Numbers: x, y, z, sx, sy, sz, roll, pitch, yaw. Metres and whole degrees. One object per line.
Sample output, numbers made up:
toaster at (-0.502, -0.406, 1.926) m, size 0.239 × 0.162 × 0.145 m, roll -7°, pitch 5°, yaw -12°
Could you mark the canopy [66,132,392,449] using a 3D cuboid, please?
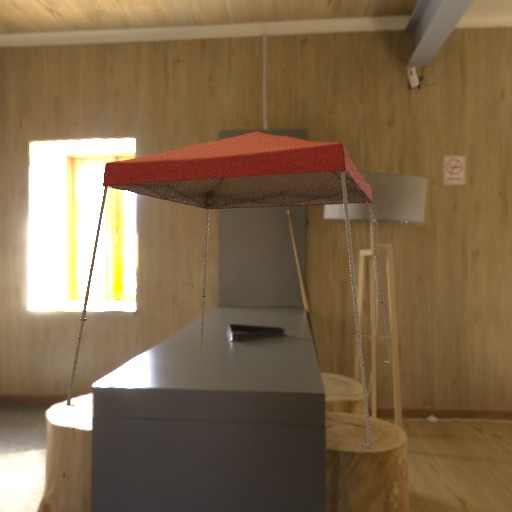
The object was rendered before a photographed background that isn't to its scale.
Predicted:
canopy at (0.000, 0.000, 6.435) m, size 3.600 × 3.600 × 3.599 m, roll 0°, pitch 0°, yaw 20°
